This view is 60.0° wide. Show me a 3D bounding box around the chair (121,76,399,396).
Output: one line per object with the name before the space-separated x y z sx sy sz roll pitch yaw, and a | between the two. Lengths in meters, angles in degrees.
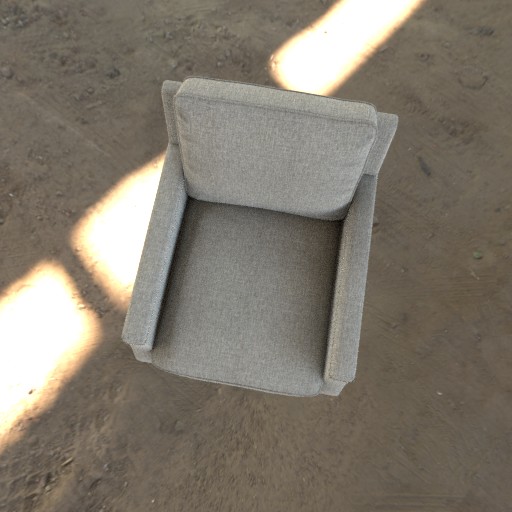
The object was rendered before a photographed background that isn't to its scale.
chair | 0.000 0.000 1.760 0.853 0.943 1.014 9 75 2
